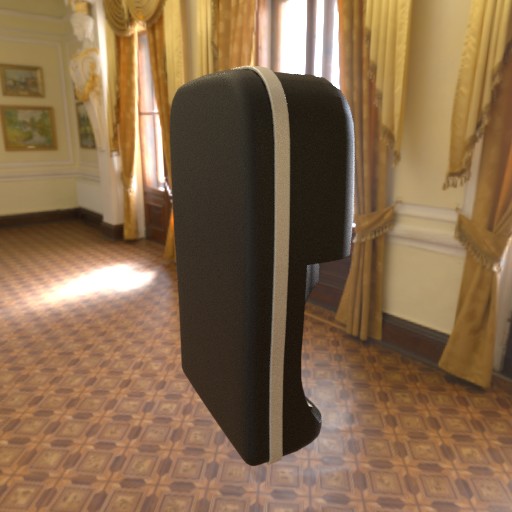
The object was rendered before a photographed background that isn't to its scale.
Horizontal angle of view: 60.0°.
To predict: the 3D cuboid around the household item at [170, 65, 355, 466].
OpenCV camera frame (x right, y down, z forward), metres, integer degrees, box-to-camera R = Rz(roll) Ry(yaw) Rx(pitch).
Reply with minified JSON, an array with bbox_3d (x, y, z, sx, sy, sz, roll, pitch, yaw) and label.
[{"bbox_3d":[0.000,0.000,0.150,0.038,0.114,0.070,-8,17,-26],"label":"household item"}]
